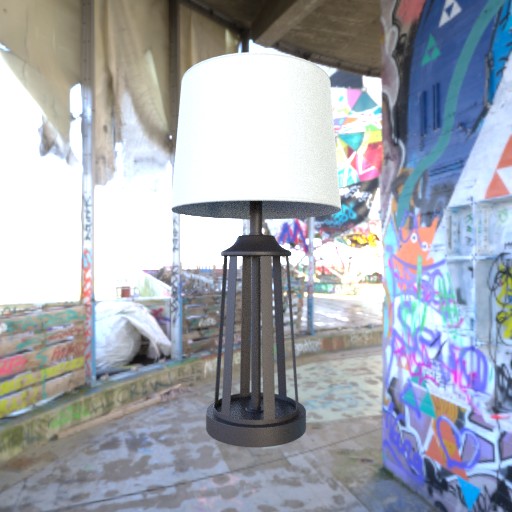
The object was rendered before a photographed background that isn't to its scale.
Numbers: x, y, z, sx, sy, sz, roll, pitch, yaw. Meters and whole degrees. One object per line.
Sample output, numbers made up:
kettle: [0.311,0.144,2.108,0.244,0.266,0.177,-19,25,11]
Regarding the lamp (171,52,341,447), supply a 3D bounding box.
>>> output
lamp: [0.000,0.000,0.663,0.251,0.509,0.251,0,-1,0]
